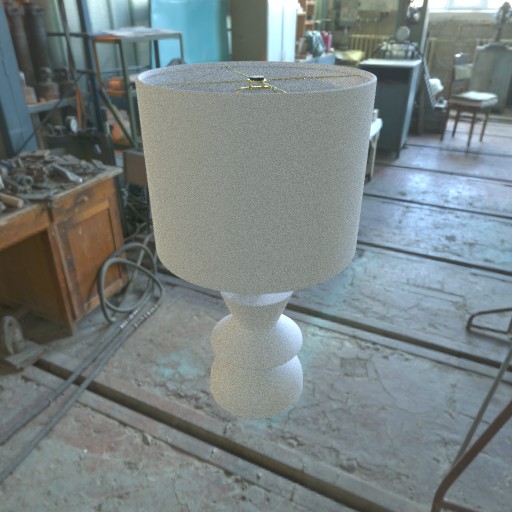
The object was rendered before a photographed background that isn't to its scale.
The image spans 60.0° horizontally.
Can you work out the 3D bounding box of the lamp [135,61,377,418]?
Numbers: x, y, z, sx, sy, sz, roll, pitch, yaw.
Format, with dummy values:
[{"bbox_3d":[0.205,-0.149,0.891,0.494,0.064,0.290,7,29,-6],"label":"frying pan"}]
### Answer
[{"bbox_3d":[0.000,0.000,0.696,0.301,0.533,0.301,-10,31,-16],"label":"lamp"}]
